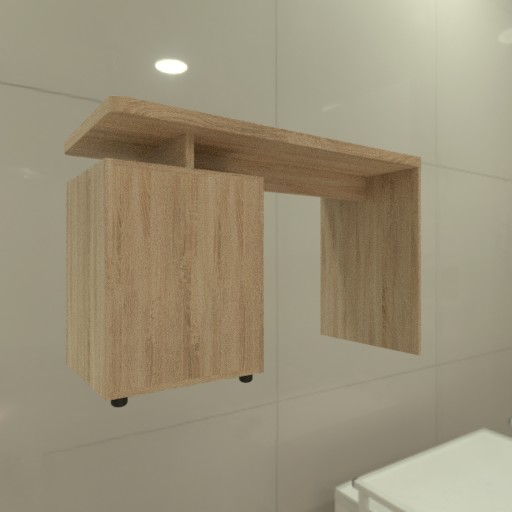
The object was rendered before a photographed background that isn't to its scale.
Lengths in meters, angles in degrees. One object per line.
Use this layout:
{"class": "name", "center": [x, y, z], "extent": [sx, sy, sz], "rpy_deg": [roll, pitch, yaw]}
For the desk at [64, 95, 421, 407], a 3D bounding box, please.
{"class": "desk", "center": [0.000, 0.000, 1.602], "extent": [1.200, 0.760, 0.550], "rpy_deg": [0, 0, -34]}
